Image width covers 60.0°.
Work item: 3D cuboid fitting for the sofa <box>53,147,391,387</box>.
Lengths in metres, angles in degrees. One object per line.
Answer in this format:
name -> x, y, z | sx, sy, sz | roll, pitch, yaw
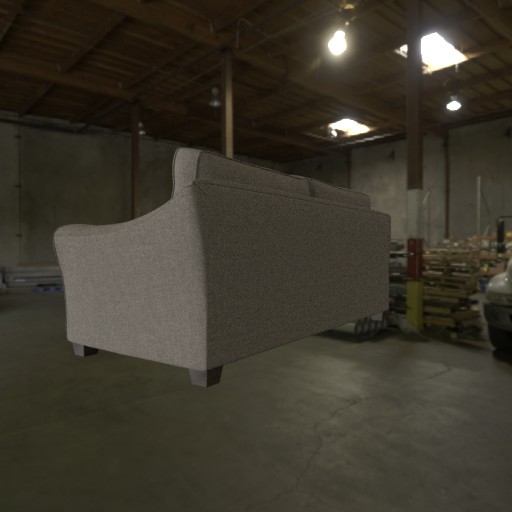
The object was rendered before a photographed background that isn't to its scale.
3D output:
sofa -> 0.000, 0.000, 2.789 | 1.013, 0.976, 2.203 | 1, 1, 35
